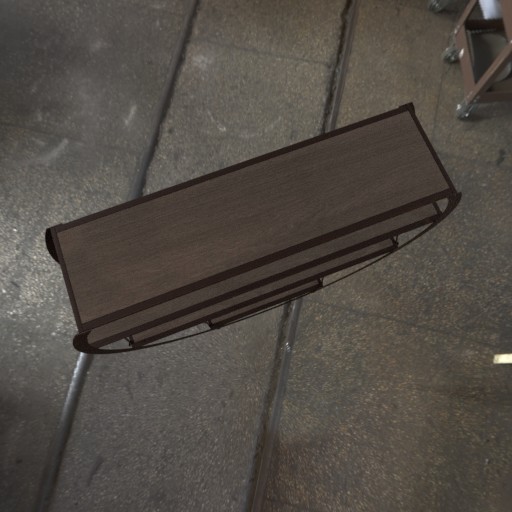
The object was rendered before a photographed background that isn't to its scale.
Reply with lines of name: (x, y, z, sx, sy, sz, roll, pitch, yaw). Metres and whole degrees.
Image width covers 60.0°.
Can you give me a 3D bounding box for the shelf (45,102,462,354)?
shelf: (0.000, 0.000, 1.853, 1.403, 1.063, 0.344, -20, 76, -5)
